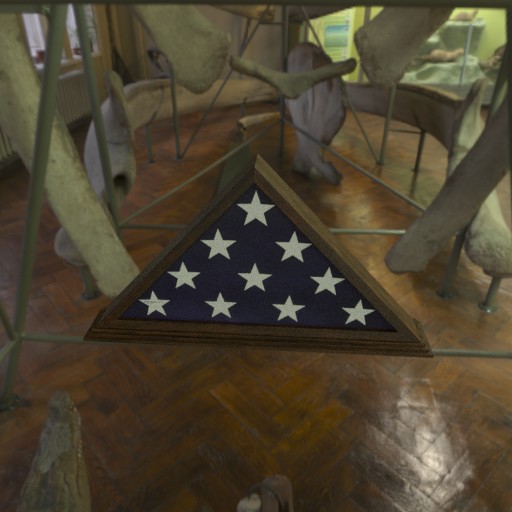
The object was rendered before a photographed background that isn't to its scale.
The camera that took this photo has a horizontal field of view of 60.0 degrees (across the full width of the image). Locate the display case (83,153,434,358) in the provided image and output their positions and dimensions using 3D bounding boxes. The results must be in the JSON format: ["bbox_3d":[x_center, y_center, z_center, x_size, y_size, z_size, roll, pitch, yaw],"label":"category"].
[{"bbox_3d":[0.000,0.000,0.763,0.640,0.340,0.095,2,31,3],"label":"display case"}]
